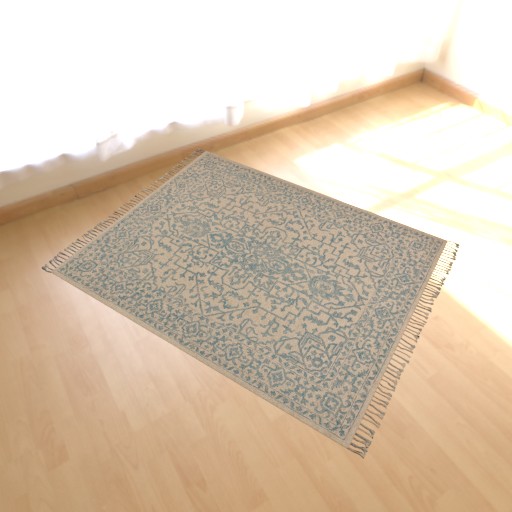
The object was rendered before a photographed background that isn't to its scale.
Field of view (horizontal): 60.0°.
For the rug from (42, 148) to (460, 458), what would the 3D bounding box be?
[{"bbox_3d":[0.000,0.000,4.333,3.327,0.010,2.464,25,51,22],"label":"rug"}]
